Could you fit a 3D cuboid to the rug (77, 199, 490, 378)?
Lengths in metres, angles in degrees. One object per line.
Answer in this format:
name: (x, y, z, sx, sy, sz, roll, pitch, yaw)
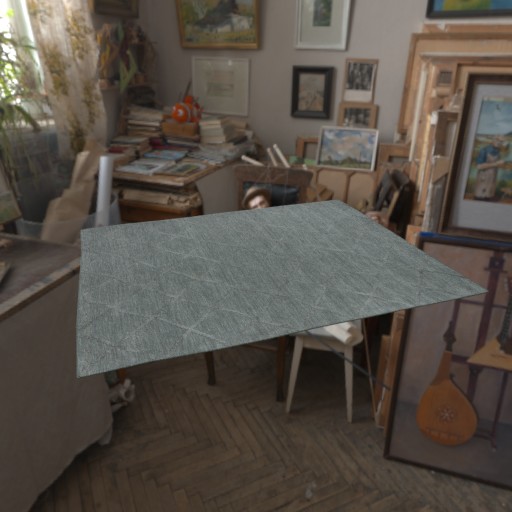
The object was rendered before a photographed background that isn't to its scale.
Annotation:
rug: (0.000, 0.000, 4.033, 3.048, 0.013, 2.438, -8, 27, -17)
